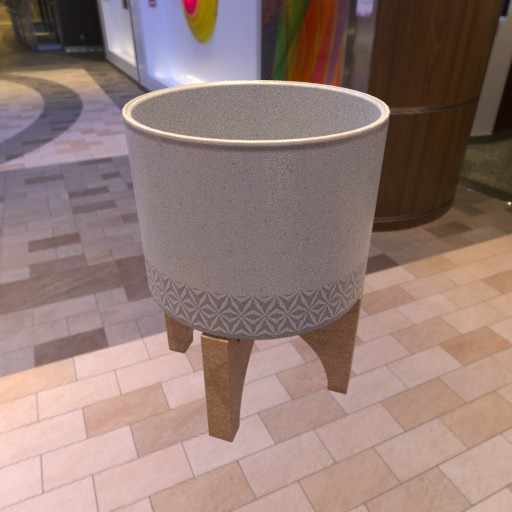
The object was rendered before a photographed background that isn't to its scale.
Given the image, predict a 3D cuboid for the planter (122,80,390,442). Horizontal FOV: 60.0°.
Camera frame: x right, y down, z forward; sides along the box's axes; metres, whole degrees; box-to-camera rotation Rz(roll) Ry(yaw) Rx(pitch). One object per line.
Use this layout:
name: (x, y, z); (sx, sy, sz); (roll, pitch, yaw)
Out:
planter: (0.000, 0.000, 0.267); (0.130, 0.178, 0.130); (0, 31, 0)
